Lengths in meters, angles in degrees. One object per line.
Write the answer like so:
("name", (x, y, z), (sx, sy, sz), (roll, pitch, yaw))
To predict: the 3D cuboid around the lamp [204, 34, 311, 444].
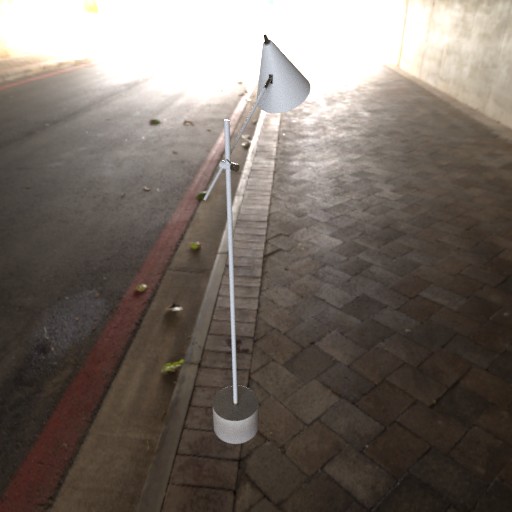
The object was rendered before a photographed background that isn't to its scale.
("lamp", (0.000, 0.000, 1.600), (0.223, 1.430, 0.508), (20, 35, 31))
